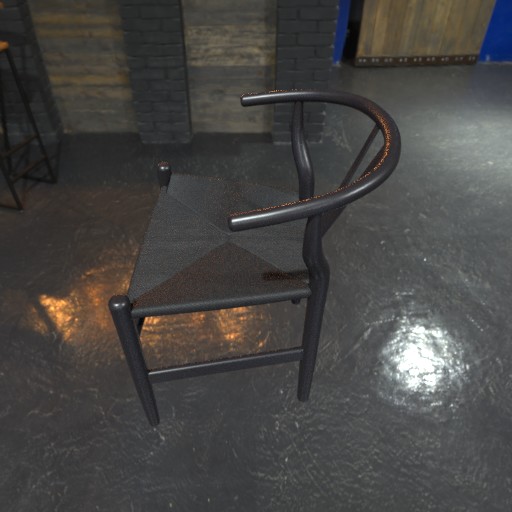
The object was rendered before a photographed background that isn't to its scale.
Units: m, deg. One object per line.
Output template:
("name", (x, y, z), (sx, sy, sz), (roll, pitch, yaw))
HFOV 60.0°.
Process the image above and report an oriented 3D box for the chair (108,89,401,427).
("chair", (0.000, 0.000, 1.144), (0.579, 0.730, 0.569), (1, 41, 1))
